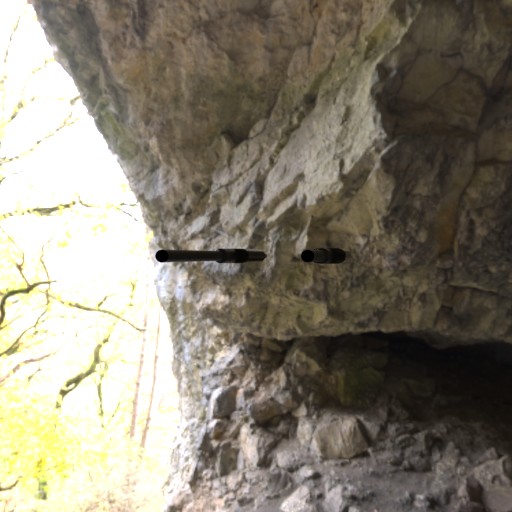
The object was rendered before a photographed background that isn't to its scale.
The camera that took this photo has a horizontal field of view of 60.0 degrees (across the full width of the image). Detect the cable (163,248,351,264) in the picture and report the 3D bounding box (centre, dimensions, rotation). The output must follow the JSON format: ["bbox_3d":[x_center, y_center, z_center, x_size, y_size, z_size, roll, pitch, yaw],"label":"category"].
[{"bbox_3d":[0.000,0.000,0.113,0.041,0.005,0.098,0,0,17],"label":"cable"}]
